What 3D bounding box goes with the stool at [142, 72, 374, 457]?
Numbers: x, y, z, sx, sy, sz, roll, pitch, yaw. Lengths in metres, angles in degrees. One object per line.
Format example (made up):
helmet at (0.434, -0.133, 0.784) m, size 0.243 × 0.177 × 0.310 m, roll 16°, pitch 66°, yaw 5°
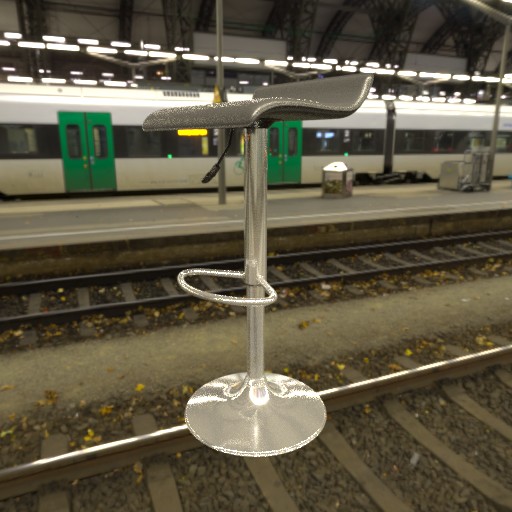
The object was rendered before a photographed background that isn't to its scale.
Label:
stool at (0.000, 0.000, 1.094) m, size 0.381 × 0.851 × 0.381 m, roll -13°, pitch 19°, yaw -43°
